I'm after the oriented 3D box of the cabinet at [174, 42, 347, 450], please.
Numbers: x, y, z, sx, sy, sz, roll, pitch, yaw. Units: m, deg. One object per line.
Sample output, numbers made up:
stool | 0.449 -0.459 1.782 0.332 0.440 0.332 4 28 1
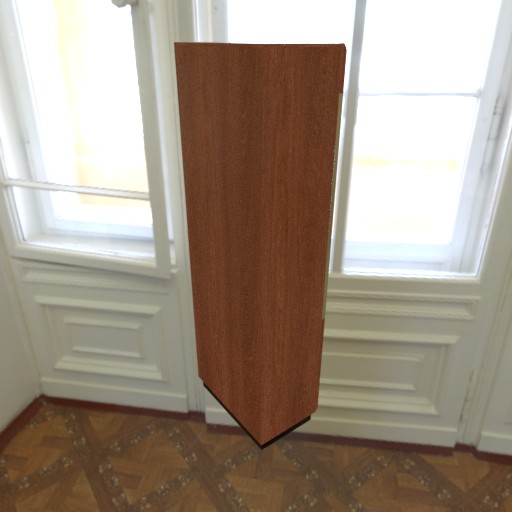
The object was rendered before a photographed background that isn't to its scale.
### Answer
cabinet | 0.000 0.000 2.282 0.420 1.980 0.660 -18 32 -32
